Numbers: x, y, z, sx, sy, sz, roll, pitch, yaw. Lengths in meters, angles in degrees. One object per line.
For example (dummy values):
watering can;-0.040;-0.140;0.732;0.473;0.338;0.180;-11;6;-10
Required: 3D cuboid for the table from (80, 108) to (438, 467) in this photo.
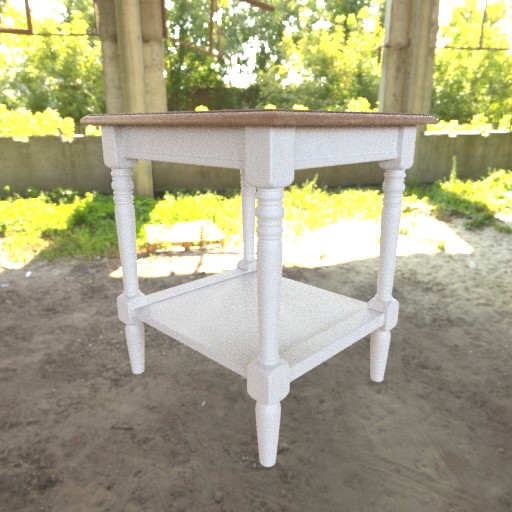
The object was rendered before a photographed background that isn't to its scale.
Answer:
table;0.000;0.000;0.920;0.508;0.561;0.457;16;23;42
